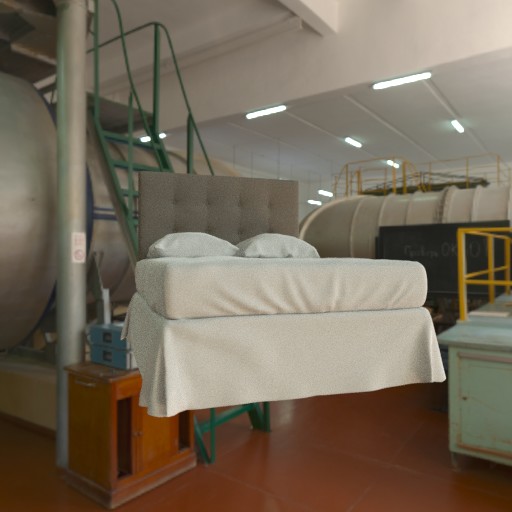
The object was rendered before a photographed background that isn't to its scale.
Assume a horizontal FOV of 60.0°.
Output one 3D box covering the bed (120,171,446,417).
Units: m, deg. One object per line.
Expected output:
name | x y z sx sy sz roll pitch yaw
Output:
bed | 0.000 0.000 3.447 1.936 1.577 2.222 0 0 -19
